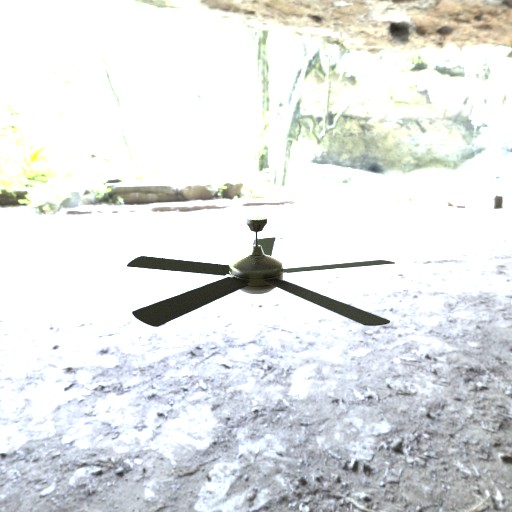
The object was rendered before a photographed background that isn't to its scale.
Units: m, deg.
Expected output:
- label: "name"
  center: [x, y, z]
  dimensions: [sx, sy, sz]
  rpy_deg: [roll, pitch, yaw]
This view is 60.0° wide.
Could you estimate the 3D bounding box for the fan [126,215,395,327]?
- label: "fan"
  center: [0.000, 0.000, 2.030]
  dimensions: [1.321, 0.356, 1.321]
  rpy_deg: [8, 18, 27]
